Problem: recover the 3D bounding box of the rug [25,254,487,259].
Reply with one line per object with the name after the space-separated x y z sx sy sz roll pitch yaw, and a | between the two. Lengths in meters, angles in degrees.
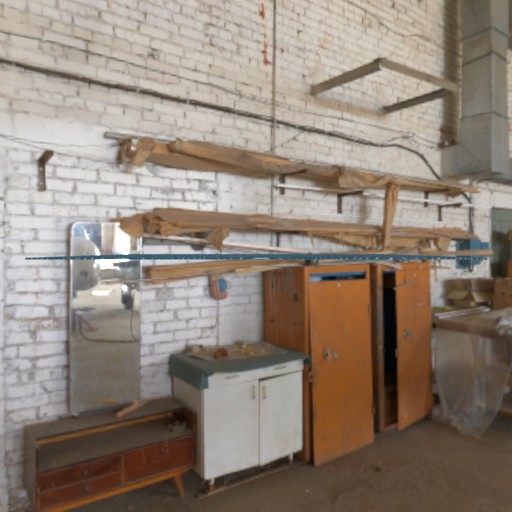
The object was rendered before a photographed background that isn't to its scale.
0.000 0.000 4.117 3.033 0.012 2.432 0 1 0 | rug
